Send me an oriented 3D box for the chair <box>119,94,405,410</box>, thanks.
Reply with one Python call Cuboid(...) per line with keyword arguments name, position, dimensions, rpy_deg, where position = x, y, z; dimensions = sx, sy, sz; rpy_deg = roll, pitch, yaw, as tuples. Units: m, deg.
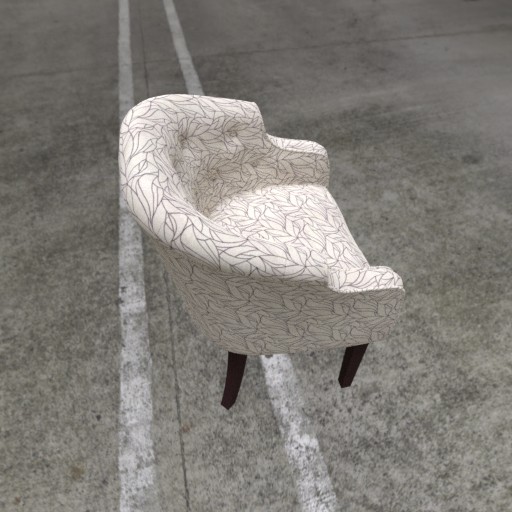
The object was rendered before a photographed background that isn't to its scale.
Cuboid(name="chair", position=(0.000, 0.000, 1.289), dimensions=(0.613, 0.858, 0.686), rpy_deg=(-10, 48, -9))
